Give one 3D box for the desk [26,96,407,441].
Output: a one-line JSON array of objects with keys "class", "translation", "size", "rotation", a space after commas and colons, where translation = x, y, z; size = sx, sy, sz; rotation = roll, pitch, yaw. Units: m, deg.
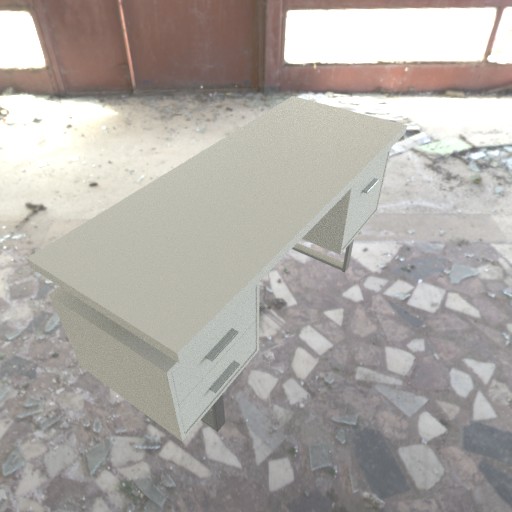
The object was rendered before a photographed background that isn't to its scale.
[{"class": "desk", "translation": [0.000, 0.000, 1.912], "size": [0.603, 0.773, 1.530], "rotation": [25, 47, 25]}]
